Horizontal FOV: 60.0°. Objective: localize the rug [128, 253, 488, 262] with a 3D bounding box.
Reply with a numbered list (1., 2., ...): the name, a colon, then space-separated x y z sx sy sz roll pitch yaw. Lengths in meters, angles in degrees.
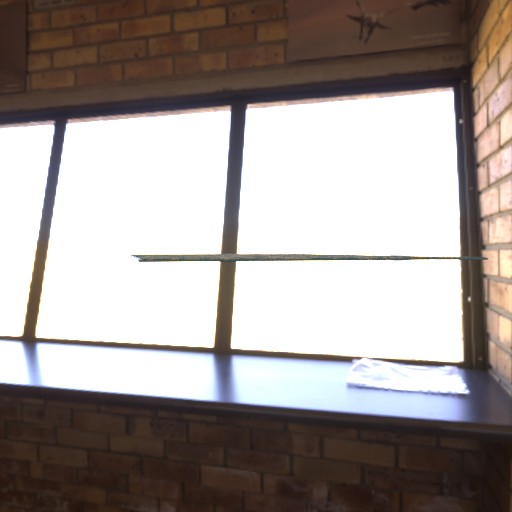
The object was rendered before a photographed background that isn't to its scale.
1. rug: 0.000 0.000 2.854 1.554 0.012 2.205 0 1 -17
